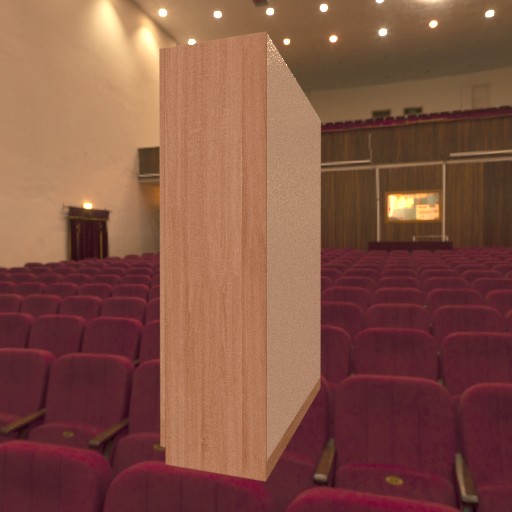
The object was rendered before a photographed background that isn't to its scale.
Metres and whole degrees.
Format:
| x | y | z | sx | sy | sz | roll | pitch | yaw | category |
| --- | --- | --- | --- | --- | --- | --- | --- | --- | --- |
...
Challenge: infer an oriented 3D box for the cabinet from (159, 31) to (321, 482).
| x | y | z | sx | sy | sz | roll | pitch | yaw | category |
| --- | --- | --- | --- | --- | --- | --- | --- | --- | --- |
| 0.000 | 0.000 | 2.889 | 0.590 | 2.120 | 1.500 | 0 | 1 | 18 | cabinet |
